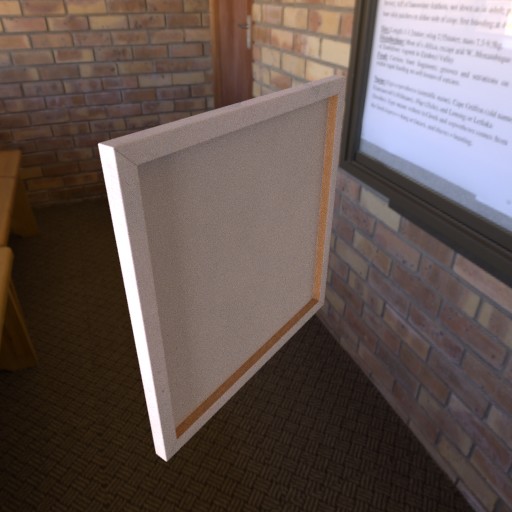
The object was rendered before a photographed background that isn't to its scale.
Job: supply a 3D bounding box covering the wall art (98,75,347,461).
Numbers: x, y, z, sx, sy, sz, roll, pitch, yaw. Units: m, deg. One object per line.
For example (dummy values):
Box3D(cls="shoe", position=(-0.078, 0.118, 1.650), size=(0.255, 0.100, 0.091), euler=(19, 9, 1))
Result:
Box3D(cls="wall art", position=(0.000, 0.000, 1.126), size=(0.038, 0.762, 0.762), euler=(21, 37, 31))
